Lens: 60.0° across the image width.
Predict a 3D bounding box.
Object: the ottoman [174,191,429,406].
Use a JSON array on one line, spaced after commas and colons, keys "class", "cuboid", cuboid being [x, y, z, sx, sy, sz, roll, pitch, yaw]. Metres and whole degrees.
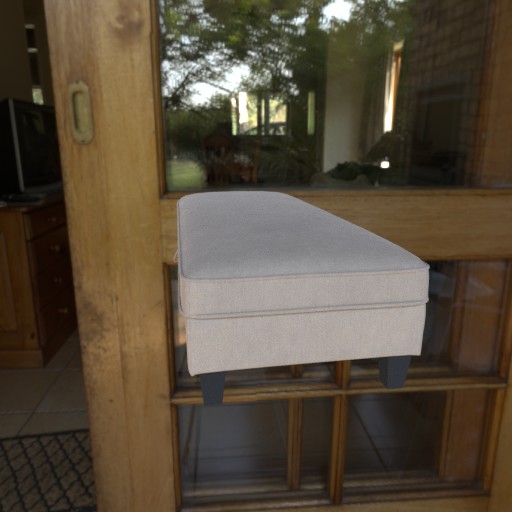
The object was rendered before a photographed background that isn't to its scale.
[{"class": "ottoman", "cuboid": [0.000, 0.000, 2.019, 0.735, 0.460, 1.726, -2, 14, -10]}]
